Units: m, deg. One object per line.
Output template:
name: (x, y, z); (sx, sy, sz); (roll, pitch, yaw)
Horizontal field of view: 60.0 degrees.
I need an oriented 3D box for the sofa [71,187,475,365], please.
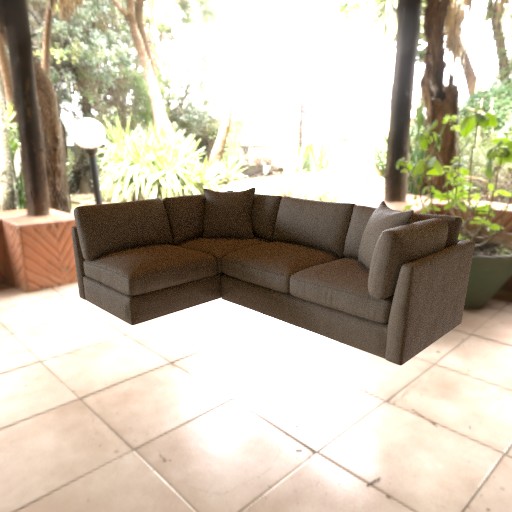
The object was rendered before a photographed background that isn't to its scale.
sofa: (0.000, 0.000, 3.836); (1.994, 0.978, 2.896); (-14, 20, -43)
